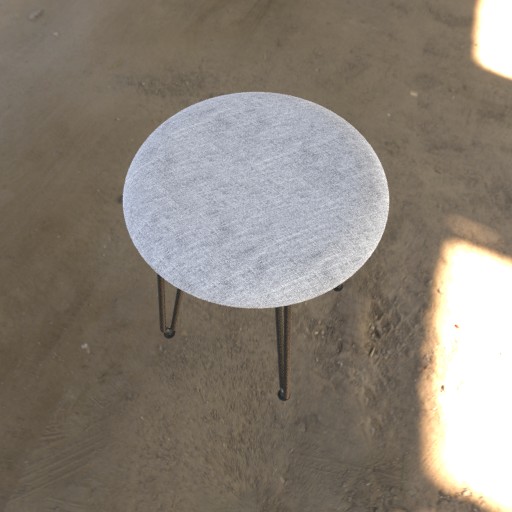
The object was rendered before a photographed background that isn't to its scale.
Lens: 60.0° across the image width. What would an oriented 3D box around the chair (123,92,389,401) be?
[{"bbox_3d":[0.000,0.000,0.658,0.350,0.386,0.350,-14,60,-8],"label":"chair"}]
